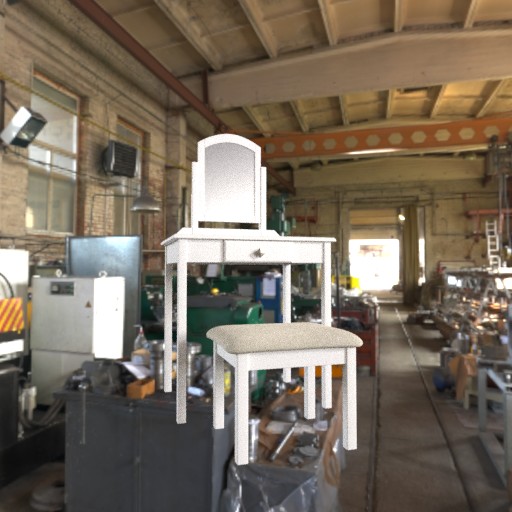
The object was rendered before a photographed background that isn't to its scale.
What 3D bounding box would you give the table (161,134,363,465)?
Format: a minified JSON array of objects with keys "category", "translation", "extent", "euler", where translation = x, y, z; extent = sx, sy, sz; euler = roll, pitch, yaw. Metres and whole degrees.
[{"category":"table","translation":[0.000,0.000,2.335],"extent":[0.876,1.631,1.211],"euler":[1,-2,-18]}]
